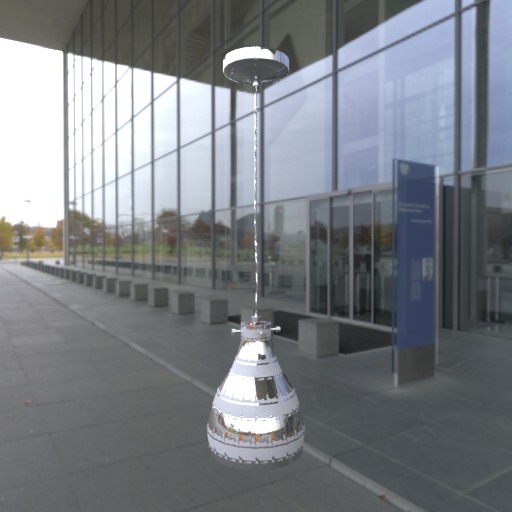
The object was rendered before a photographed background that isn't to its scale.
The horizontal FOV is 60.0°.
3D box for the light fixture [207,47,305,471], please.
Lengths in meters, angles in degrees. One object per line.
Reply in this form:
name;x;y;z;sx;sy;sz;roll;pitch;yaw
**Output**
light fixture;0.000;0.000;1.675;0.374;1.457;0.374;0;1;-18
